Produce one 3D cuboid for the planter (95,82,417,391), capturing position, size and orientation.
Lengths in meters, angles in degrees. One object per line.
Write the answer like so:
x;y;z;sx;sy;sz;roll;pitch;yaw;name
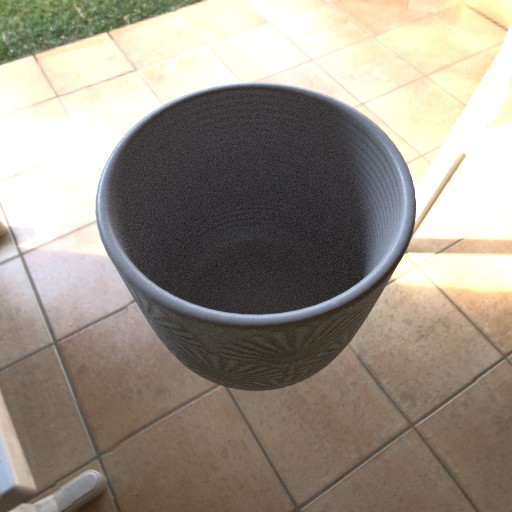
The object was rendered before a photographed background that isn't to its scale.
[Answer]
0.000;0.000;0.218;0.124;0.109;0.124;0;57;0;planter
